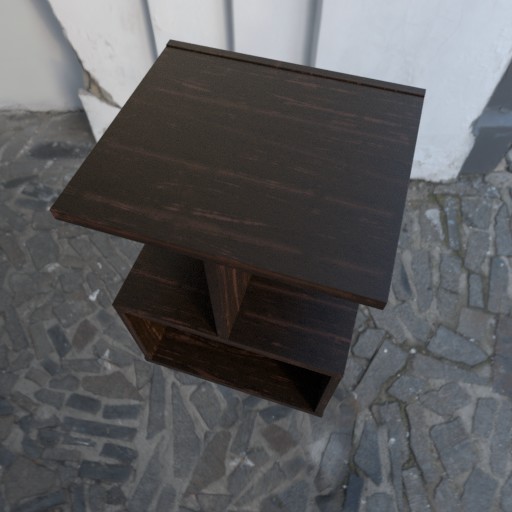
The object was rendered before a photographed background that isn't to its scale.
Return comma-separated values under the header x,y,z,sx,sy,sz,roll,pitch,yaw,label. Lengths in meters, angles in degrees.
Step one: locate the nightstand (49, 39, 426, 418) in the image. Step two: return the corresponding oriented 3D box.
x,y,z,sx,sy,sz,roll,pitch,yaw,label
0.000,0.000,0.816,0.400,0.559,0.356,15,59,9,nightstand
